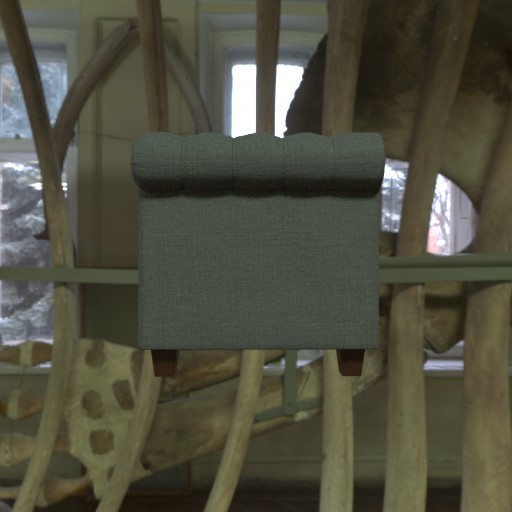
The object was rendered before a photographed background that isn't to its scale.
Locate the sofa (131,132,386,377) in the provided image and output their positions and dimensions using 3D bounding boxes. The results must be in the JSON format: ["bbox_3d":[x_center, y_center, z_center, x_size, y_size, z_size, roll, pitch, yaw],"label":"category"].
[{"bbox_3d":[0.000,0.000,2.216,0.783,0.797,1.798,0,0,0],"label":"sofa"}]
